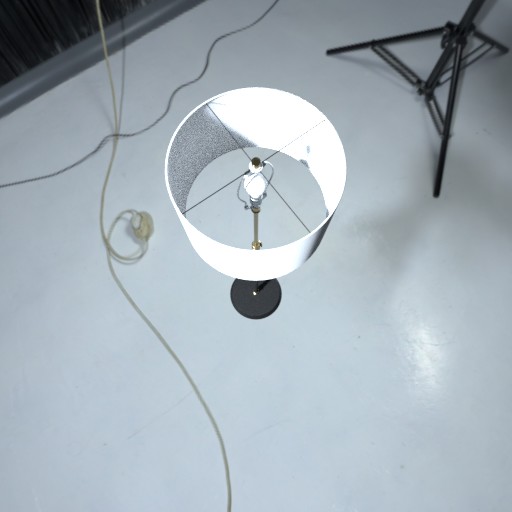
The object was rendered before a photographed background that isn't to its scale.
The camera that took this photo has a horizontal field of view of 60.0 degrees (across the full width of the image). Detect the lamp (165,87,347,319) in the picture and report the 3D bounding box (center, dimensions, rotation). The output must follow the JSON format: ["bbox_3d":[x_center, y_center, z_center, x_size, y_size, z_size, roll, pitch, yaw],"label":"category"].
[{"bbox_3d":[0.000,0.000,1.700,0.404,1.517,0.404,-35,77,-9],"label":"lamp"}]
